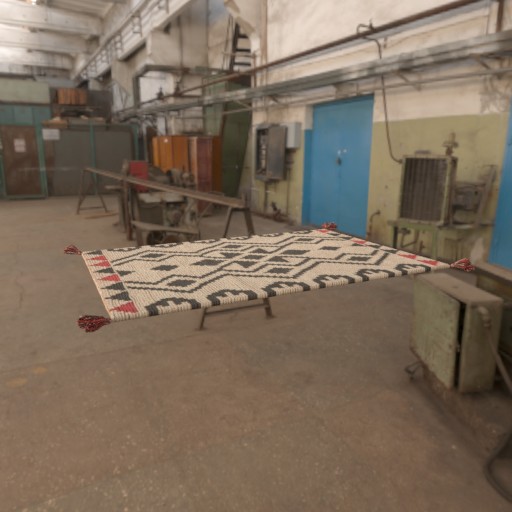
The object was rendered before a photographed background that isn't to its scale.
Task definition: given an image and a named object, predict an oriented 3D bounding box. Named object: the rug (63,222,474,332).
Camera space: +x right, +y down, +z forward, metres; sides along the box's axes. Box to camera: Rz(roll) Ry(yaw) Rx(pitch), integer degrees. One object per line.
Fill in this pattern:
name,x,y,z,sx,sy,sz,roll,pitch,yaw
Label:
rug,0.000,0.000,2.610,2.069,0.067,1.444,-7,15,-25
